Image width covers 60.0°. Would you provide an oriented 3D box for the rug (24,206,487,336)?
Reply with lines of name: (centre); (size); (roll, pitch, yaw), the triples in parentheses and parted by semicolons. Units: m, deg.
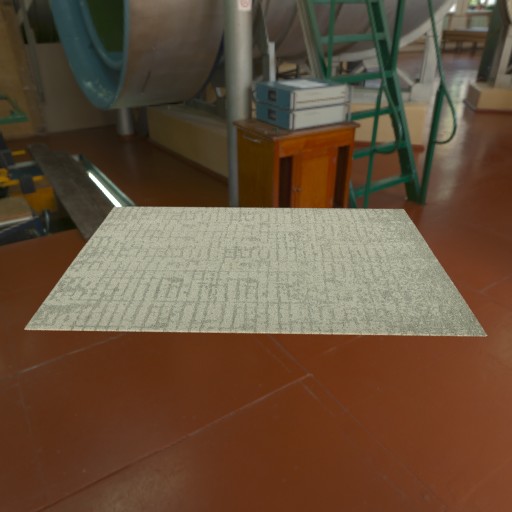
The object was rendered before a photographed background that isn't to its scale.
rug: (0.000, 0.000, 2.265); (1.827, 0.007, 1.211); (1, 30, 1)
